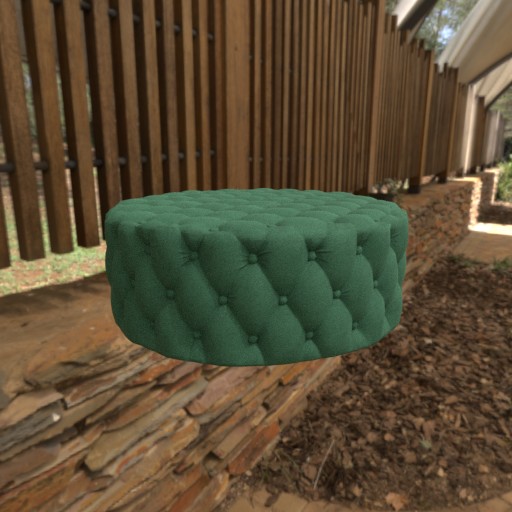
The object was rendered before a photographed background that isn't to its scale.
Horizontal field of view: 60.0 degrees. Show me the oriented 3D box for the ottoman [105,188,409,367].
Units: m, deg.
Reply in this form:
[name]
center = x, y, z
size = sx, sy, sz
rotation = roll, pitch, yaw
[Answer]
[ottoman]
center = 0.000, 0.000, 1.539
size = 0.998, 0.399, 0.998
rotation = 0, 14, 0
